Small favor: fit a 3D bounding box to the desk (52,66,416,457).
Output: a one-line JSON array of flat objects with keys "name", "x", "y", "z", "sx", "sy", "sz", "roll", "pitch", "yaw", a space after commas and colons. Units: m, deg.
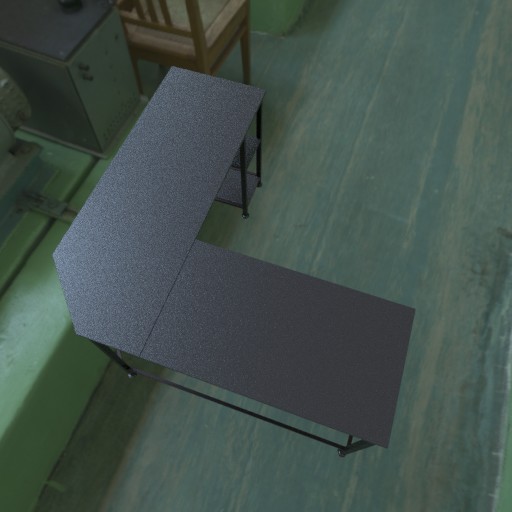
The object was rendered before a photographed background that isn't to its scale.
[{"name": "desk", "x": 0.000, "y": 0.000, "z": 2.144, "sx": 1.379, "sy": 0.739, "sz": 1.379, "roll": 17, "pitch": 64, "yaw": 9}]
